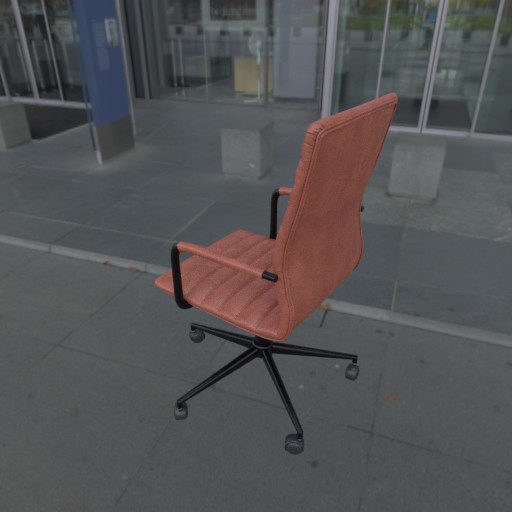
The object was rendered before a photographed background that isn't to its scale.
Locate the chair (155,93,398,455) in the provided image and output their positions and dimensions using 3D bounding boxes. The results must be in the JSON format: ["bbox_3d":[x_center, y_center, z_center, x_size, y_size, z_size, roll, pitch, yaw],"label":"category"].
[{"bbox_3d":[0.000,0.000,1.241,0.578,0.878,0.600,19,34,30],"label":"chair"}]
